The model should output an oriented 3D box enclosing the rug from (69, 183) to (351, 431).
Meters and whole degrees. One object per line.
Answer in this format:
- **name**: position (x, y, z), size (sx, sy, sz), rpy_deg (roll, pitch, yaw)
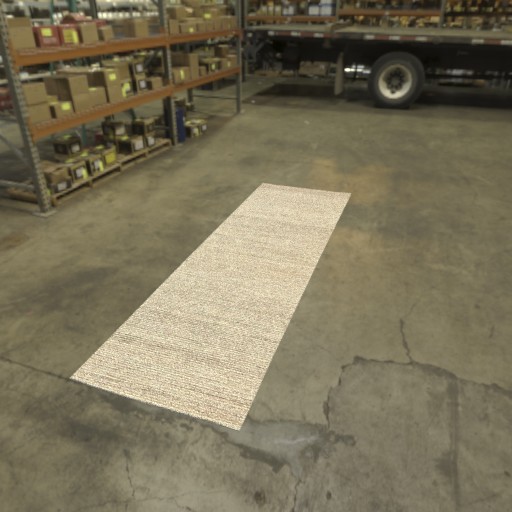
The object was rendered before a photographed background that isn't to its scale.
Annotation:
- **rug**: position (0.000, 0.000, 2.646), size (0.741, 0.014, 2.390), rpy_deg (10, 31, 17)
